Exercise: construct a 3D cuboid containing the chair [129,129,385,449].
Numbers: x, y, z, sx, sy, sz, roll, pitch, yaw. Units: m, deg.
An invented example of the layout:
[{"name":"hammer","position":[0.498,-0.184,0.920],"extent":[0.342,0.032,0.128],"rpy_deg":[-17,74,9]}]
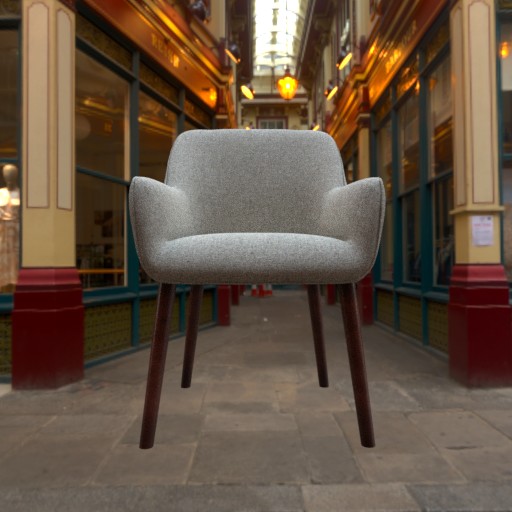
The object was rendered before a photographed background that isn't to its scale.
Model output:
[{"name":"chair","position":[0.000,0.000,1.169],"extent":[0.543,0.803,0.519],"rpy_deg":[0,-1,-1]}]
